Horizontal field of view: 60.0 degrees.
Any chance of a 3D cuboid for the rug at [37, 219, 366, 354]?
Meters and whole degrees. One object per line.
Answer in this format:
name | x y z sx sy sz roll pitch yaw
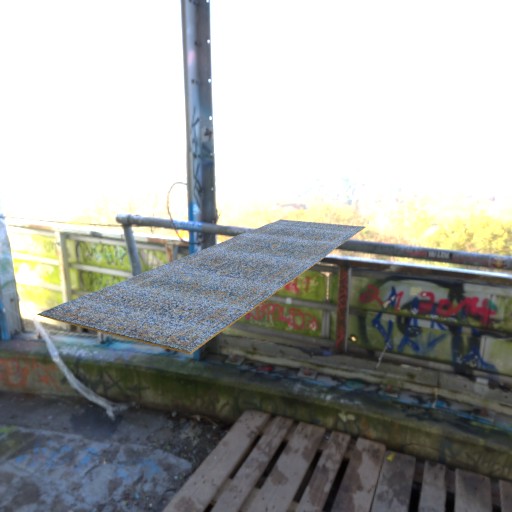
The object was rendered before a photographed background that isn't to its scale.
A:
rug | 0.000 0.000 2.510 0.704 0.014 2.294 7 17 26
